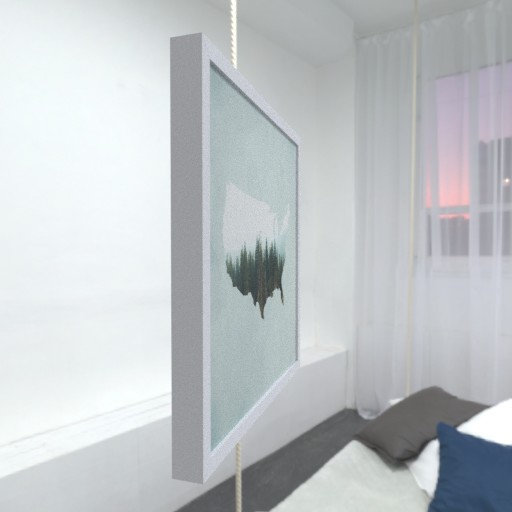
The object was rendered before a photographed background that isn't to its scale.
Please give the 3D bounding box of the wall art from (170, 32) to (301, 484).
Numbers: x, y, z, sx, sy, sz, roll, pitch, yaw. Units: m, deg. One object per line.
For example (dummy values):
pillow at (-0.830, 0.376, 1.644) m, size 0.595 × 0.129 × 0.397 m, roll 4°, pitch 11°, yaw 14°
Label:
wall art at (0.000, 0.000, 0.746) m, size 0.040 × 0.509 × 0.509 m, roll 0°, pitch 1°, yaw 18°
